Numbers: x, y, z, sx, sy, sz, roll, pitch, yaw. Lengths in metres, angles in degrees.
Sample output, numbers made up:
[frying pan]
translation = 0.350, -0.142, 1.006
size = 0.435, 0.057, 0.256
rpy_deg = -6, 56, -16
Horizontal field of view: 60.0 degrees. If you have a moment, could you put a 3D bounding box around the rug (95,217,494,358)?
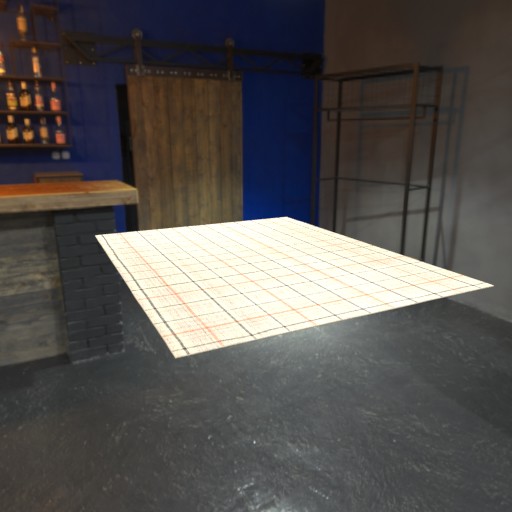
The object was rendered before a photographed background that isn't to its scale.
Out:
[rug]
translation = 0.000, 0.000, 4.086
size = 2.444, 0.012, 3.048
rpy_deg = -8, 18, -25
